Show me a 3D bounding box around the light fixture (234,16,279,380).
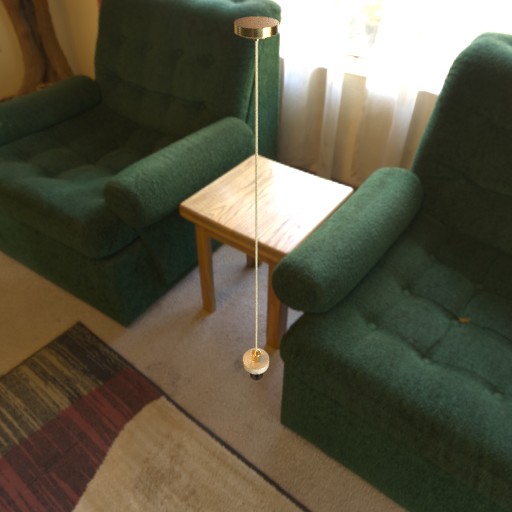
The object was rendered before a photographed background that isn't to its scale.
[{"bbox_3d":[0.000,0.000,1.738,0.129,1.669,0.129,14,43,15],"label":"light fixture"}]
